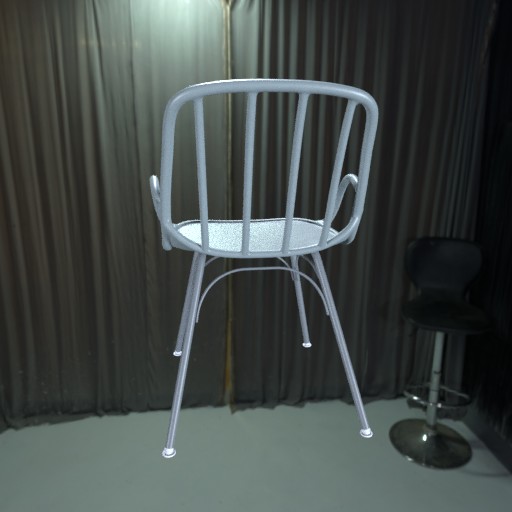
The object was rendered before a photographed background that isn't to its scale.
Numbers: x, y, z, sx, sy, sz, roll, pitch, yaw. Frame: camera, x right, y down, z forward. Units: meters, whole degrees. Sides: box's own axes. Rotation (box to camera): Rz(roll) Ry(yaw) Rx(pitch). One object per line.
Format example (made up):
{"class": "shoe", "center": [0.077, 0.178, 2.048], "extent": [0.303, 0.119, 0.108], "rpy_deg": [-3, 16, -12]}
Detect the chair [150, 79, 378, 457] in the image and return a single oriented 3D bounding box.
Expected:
{"class": "chair", "center": [0.000, 0.000, 1.199], "extent": [0.549, 0.816, 0.597], "rpy_deg": [-2, 14, -9]}
